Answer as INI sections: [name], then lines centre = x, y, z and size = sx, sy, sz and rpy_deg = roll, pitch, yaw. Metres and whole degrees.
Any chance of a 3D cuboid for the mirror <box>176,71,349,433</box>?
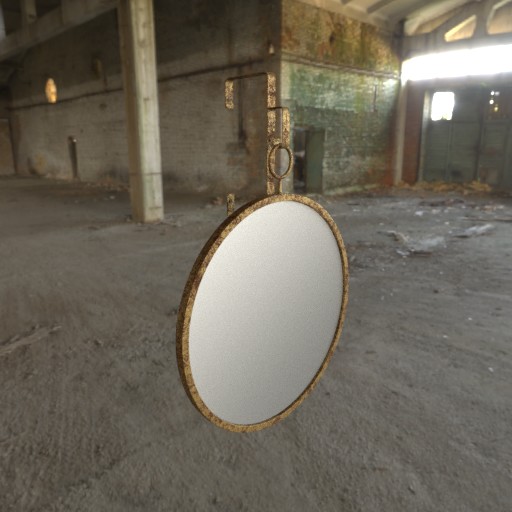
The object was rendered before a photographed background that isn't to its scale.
[mirror]
centre = 0.000, 0.000, 0.847
size = 0.144, 0.651, 0.447
rpy_deg = 13, 19, 43
